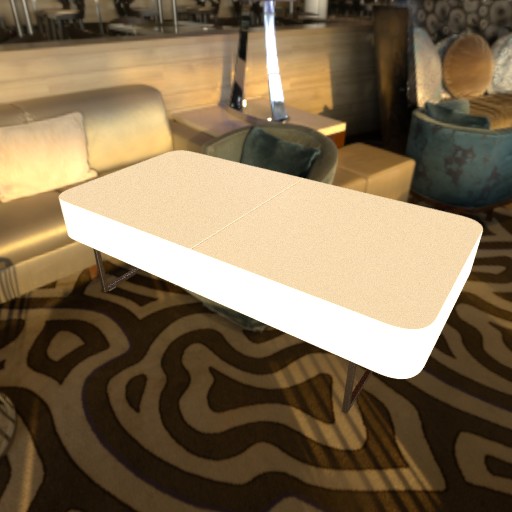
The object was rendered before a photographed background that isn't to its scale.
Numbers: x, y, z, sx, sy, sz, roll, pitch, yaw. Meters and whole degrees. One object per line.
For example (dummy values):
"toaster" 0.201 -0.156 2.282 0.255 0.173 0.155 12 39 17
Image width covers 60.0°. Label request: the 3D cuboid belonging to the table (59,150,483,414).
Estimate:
"table" 0.000 0.000 1.439 1.200 0.340 0.600 20 36 29
